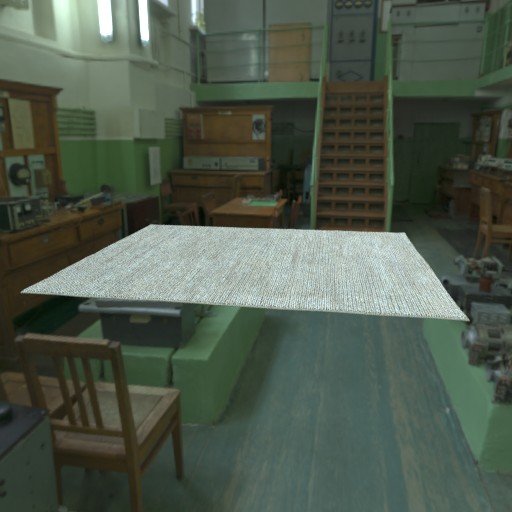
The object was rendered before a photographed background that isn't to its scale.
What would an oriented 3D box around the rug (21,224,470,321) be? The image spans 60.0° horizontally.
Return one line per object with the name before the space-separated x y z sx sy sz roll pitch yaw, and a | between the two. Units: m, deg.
rug | 0.000 0.000 4.102 3.052 0.030 2.429 3 16 9
